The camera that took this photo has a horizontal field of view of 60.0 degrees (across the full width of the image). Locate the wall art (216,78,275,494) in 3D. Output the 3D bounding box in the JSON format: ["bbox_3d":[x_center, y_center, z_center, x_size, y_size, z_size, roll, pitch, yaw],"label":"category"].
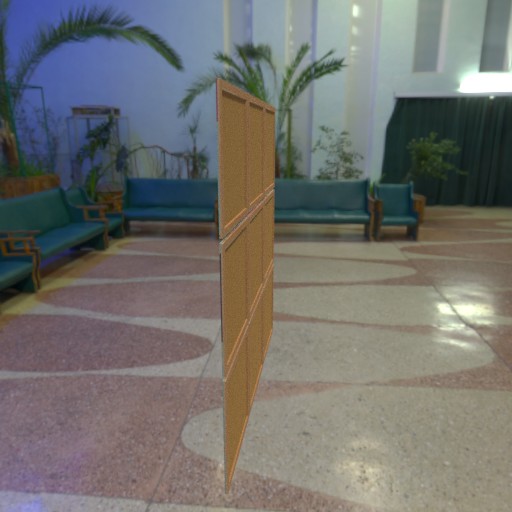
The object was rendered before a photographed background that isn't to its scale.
[{"bbox_3d":[0.000,0.000,2.256,0.013,1.519,1.521,2,15,8],"label":"wall art"}]
